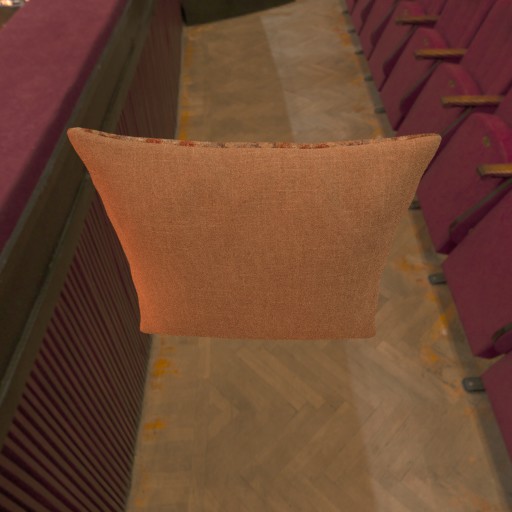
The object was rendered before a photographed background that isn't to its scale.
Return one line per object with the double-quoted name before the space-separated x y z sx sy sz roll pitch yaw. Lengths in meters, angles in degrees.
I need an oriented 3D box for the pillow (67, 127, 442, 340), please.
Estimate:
"pillow" 0.000 0.000 0.794 0.523 0.506 0.166 1 47 1
